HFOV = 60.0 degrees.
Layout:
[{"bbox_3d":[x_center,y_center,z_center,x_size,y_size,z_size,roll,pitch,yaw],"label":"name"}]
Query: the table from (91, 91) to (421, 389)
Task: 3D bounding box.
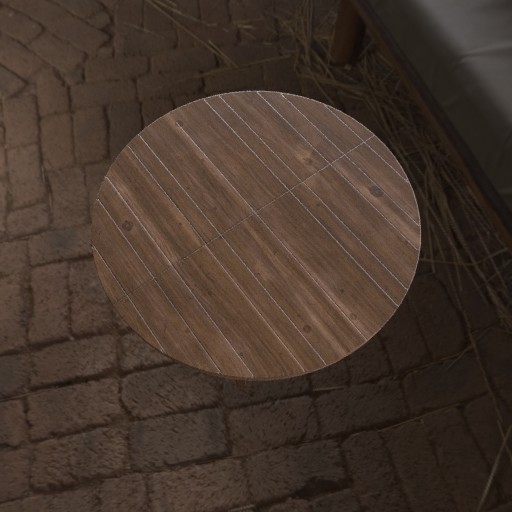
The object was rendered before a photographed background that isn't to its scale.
[{"bbox_3d":[0.000,0.000,1.997,1.213,0.764,1.213,0,65,0],"label":"table"}]
